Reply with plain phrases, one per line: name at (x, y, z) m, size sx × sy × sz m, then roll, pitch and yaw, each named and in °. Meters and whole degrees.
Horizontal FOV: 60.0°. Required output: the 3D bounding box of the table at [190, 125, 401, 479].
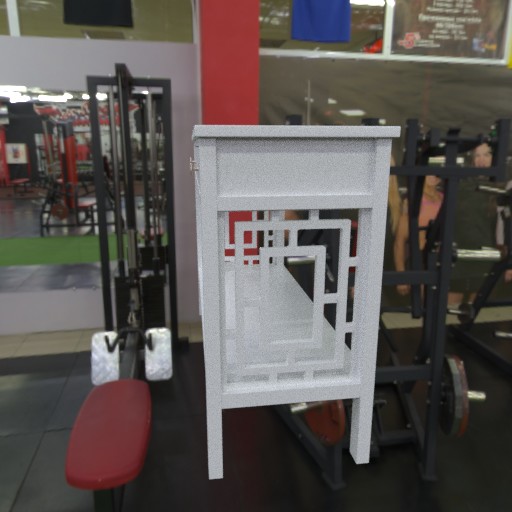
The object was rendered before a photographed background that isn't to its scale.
table at (0.000, 0.000, 1.411) m, size 0.397 × 0.753 × 1.068 m, roll -2°, pitch 14°, yaw -8°
